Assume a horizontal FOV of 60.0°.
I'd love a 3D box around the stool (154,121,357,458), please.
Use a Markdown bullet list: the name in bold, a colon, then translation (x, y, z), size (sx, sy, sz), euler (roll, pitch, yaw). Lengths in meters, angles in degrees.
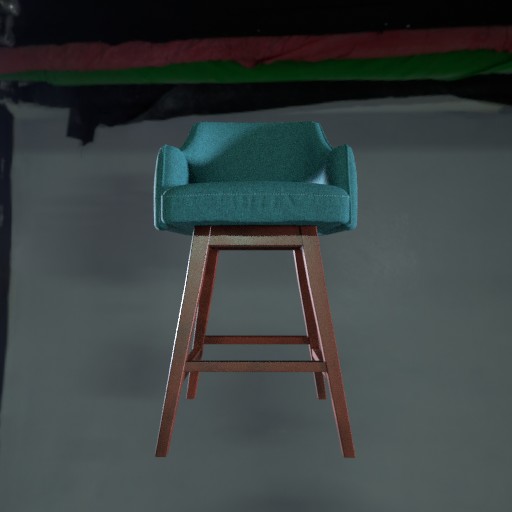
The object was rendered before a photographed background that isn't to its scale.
- **stool**: translation (0.000, 0.000, 1.323), size (0.548, 0.961, 0.556), euler (0, -1, 0)
